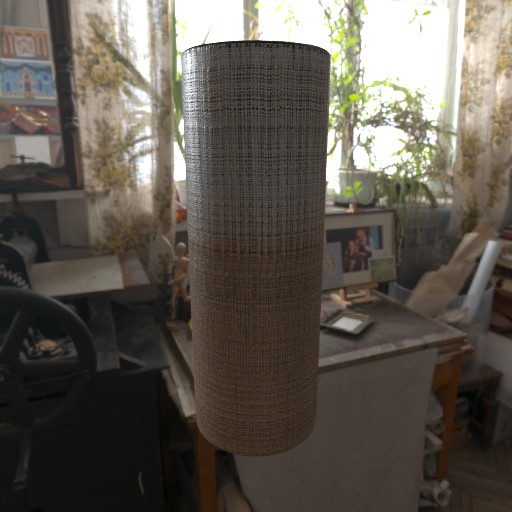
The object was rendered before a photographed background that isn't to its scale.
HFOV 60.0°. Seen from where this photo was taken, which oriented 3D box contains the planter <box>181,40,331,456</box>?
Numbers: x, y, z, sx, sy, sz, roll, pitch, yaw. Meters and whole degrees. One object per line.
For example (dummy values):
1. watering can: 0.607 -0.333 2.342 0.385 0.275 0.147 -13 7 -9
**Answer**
1. planter: 0.000 0.000 0.331 0.099 0.278 0.099 8 18 27
